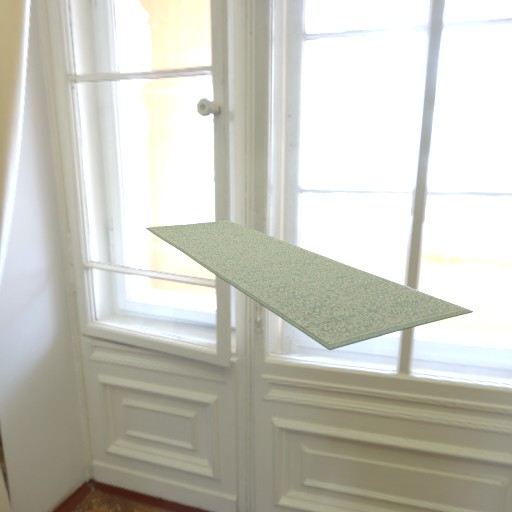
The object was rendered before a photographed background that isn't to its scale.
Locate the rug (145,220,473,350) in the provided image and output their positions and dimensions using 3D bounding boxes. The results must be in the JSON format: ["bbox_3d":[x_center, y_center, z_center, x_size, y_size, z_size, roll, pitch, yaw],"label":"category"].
[{"bbox_3d":[0.000,0.000,2.430,0.662,0.011,2.196,-8,16,-27],"label":"rug"}]
